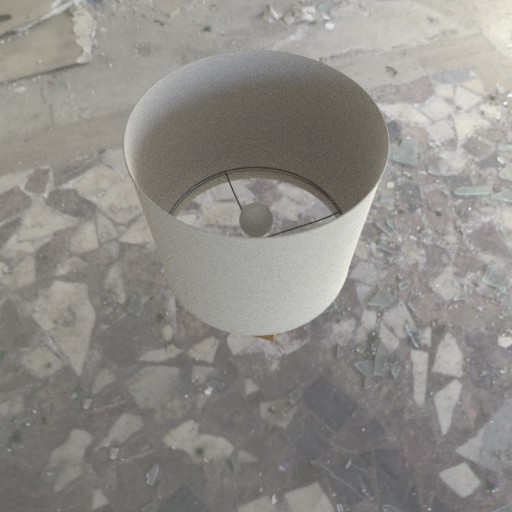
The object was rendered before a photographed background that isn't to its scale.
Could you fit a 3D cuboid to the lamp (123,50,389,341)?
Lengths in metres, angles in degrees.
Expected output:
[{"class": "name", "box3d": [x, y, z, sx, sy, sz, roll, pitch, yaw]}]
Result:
[{"class": "lamp", "box3d": [0.000, 0.000, 0.561, 0.229, 0.417, 0.229, 14, 59, 8]}]
